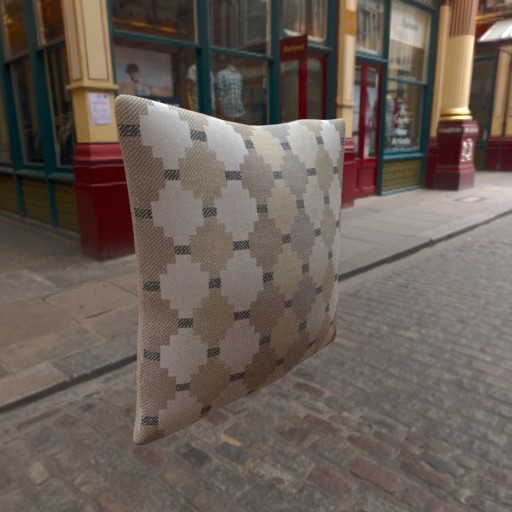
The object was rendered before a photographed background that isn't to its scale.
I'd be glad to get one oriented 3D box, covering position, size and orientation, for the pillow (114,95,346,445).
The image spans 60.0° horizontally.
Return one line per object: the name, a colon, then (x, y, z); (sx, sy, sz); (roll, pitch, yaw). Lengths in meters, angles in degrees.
pillow: (0.000, 0.000, 0.863); (0.192, 0.558, 0.578); (14, 20, 42)
